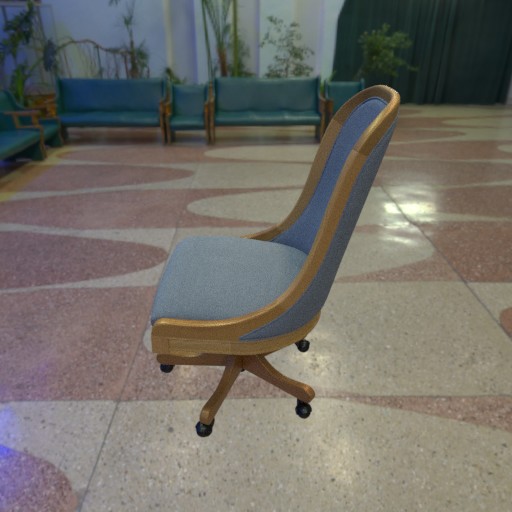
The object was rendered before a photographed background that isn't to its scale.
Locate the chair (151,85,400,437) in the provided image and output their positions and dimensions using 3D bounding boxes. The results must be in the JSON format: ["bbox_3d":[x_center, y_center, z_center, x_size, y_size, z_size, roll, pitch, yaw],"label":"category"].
[{"bbox_3d":[0.000,0.000,1.439,0.735,1.031,0.605,1,27,2],"label":"chair"}]
